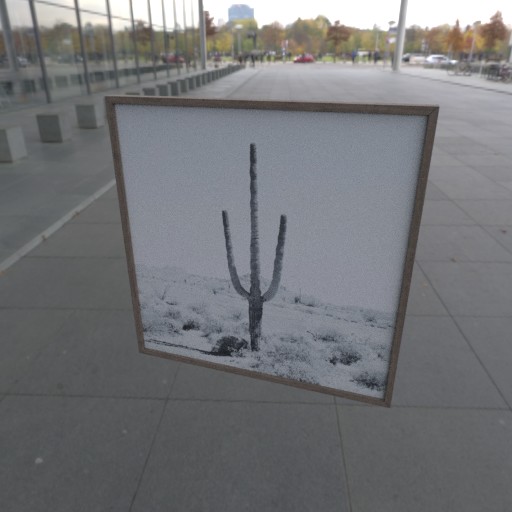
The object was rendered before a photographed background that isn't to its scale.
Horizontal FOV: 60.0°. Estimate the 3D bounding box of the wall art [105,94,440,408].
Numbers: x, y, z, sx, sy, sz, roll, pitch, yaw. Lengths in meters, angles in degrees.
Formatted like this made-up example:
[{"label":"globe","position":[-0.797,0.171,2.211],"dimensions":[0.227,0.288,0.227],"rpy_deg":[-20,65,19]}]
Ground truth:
[{"label":"wall art","position":[0.000,0.000,1.142],"dimensions":[0.762,0.762,0.038],"rpy_deg":[8,26,17]}]
